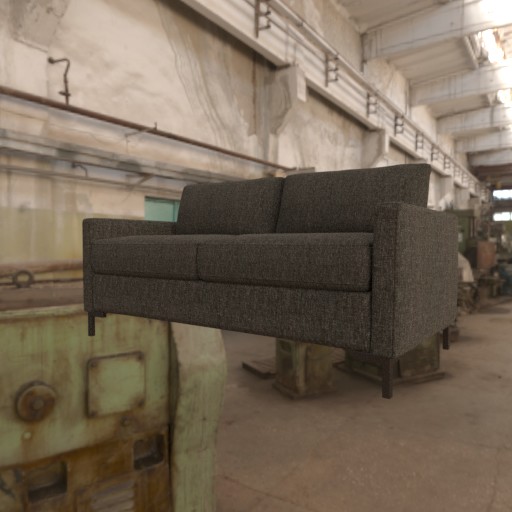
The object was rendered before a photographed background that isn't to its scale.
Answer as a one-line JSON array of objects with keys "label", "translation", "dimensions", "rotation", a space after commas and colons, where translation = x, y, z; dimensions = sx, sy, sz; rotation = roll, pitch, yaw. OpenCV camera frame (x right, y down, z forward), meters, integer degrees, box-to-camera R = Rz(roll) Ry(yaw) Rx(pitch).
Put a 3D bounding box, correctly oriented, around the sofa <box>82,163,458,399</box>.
[{"label": "sofa", "translation": [0.000, 0.000, 2.197], "dimensions": [1.716, 0.862, 0.866], "rotation": [1, 2, 36]}]
